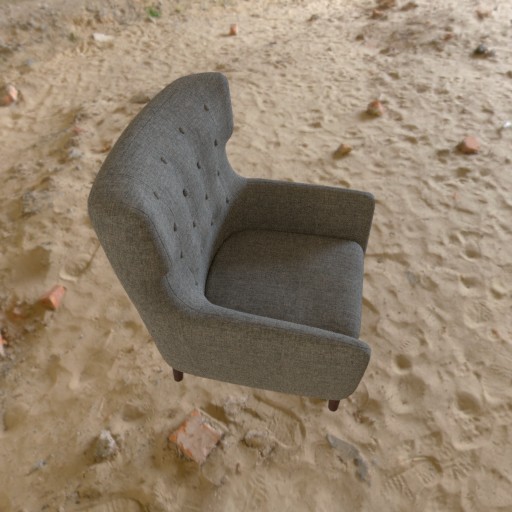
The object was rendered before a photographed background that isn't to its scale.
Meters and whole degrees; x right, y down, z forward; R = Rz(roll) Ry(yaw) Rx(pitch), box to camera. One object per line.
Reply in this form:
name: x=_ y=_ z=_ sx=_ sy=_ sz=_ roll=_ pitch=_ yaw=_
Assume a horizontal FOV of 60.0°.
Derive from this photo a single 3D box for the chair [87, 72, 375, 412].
chair: x=0.000 y=0.000 z=1.734 sx=0.904 sy=1.063 sz=0.878 roll=8 pitch=47 yaw=8
